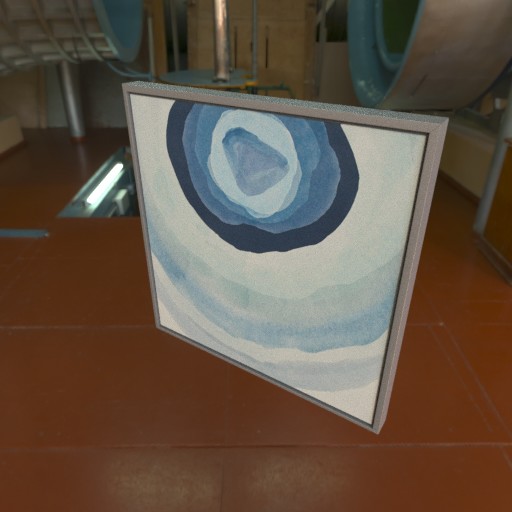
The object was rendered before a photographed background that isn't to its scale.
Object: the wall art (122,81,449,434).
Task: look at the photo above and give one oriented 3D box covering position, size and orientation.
[{"bbox_3d":[0.000,0.000,0.511,0.349,0.349,0.028,18,34,29],"label":"wall art"}]
